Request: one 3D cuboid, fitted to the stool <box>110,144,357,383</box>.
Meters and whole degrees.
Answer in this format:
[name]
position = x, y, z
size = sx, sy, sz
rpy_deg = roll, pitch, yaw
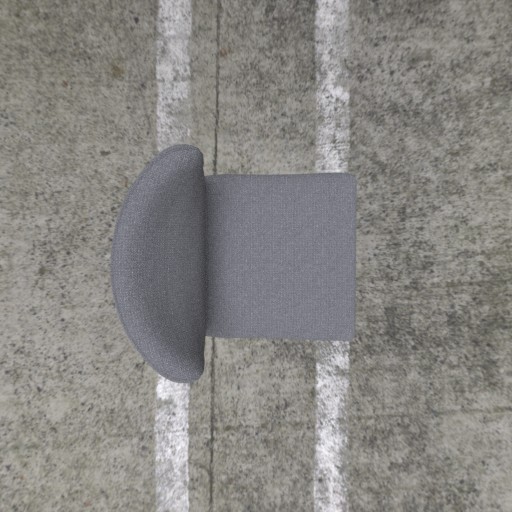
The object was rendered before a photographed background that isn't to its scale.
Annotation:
[stool]
position = 0.000, 0.000, 1.375
size = 0.568, 1.069, 0.486
rpy_deg = 0, 92, 0
